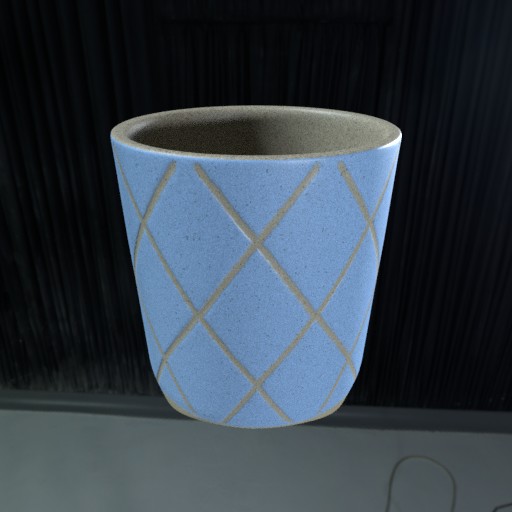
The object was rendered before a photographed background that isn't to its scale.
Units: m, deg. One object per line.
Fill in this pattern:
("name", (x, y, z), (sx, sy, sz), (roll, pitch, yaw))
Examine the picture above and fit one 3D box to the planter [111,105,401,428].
("planter", (0.000, 0.000, 0.346), (0.191, 0.200, 0.191), (0, 26, 0))
